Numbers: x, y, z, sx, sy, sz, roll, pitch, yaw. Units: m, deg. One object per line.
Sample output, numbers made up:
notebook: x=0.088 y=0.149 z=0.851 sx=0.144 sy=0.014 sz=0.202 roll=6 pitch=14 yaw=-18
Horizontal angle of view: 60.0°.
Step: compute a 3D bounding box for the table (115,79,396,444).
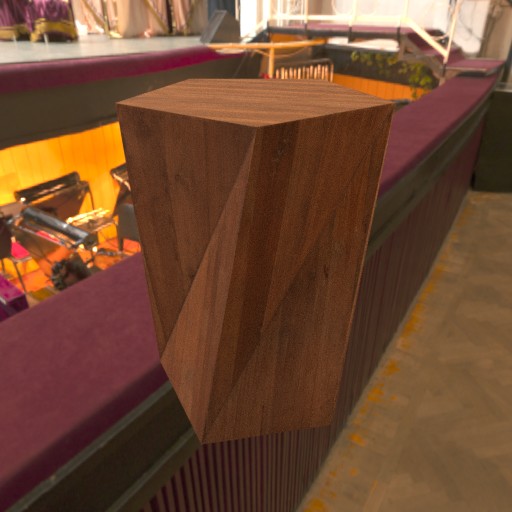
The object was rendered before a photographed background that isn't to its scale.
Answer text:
table: x=0.000 y=0.000 z=0.870 sx=0.425 sy=0.604 sz=0.441 roll=21 pitch=35 yaw=32
